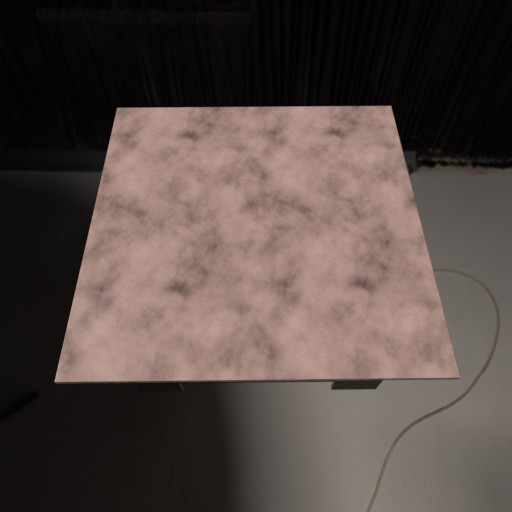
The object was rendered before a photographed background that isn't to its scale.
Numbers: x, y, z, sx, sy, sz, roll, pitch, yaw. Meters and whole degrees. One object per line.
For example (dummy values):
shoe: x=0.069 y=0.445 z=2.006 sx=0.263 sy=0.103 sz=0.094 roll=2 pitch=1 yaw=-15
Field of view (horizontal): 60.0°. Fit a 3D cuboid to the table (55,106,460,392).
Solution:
table: x=0.000 y=0.000 z=1.037 sx=0.670 sy=0.305 sz=0.670 roll=-1 pitch=58 yaw=0
